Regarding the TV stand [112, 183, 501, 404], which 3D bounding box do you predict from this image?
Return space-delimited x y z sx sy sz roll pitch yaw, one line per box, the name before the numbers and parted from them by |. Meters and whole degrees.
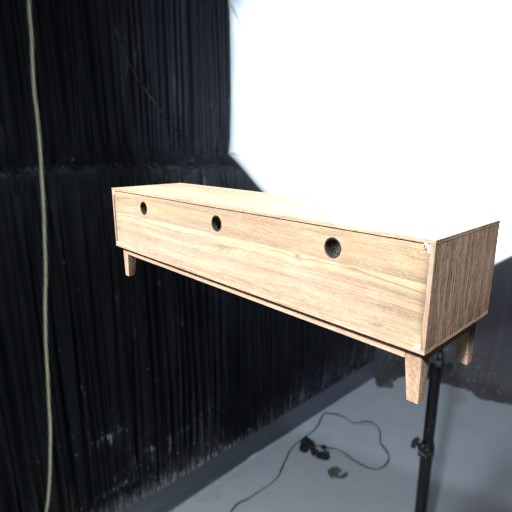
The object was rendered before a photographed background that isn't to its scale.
TV stand | 0.000 0.000 1.613 0.366 0.409 1.482 -13 19 -41
